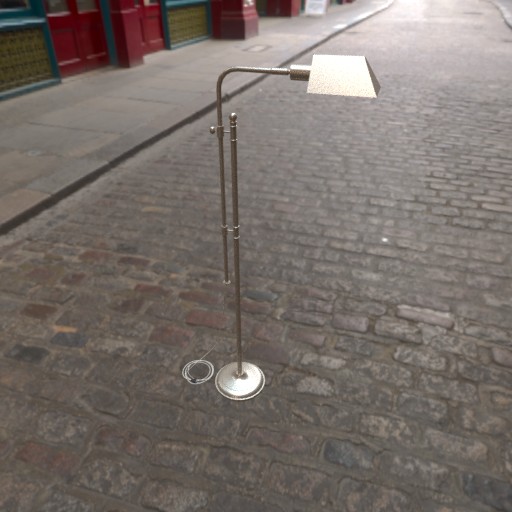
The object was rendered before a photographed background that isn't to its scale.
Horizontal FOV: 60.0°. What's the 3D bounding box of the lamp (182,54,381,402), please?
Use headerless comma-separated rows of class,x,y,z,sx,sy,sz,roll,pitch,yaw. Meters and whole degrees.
lamp,0.000,0.000,1.862,0.813,1.571,0.256,10,33,15
